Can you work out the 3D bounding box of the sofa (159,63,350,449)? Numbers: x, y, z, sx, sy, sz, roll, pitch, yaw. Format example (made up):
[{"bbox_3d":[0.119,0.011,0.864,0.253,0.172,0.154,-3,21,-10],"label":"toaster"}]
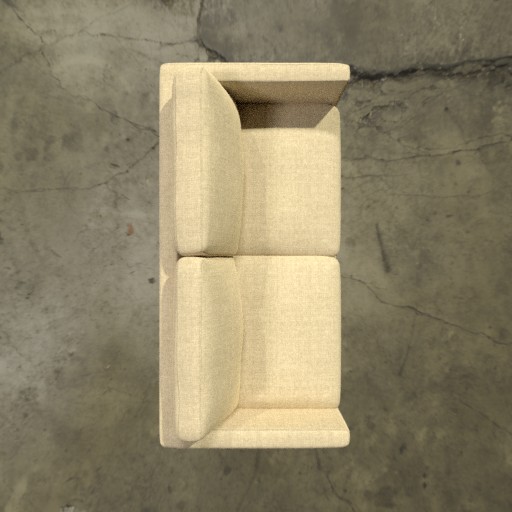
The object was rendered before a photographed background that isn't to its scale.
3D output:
[{"bbox_3d":[0.000,0.000,2.407,0.950,0.963,1.884,0,90,0],"label":"sofa"}]
